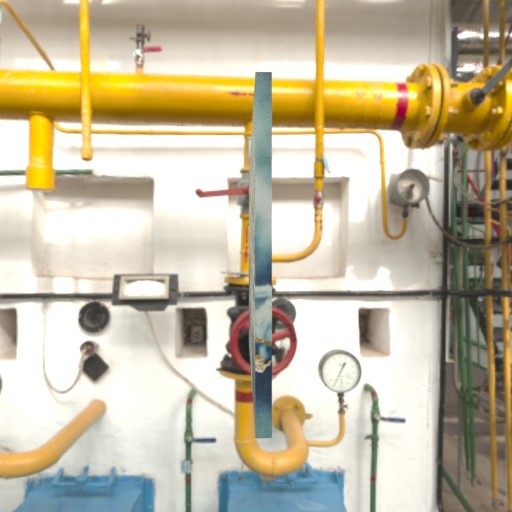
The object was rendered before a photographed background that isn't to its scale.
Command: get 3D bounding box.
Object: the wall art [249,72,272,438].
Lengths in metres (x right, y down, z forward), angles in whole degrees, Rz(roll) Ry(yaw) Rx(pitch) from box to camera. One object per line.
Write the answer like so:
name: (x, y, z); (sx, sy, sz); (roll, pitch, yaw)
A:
wall art: (0.000, 0.000, 1.487); (0.035, 0.759, 1.138); (0, 0, -2)
